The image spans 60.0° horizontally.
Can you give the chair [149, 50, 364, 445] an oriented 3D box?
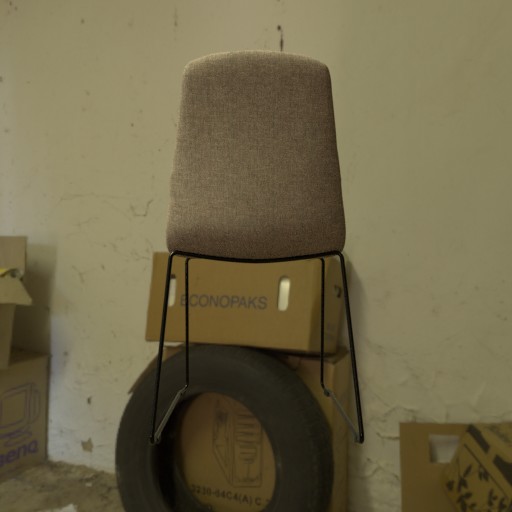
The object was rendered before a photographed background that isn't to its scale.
[{"bbox_3d":[0.000,0.000,1.174,0.479,0.858,0.518,0,-1,-1],"label":"chair"}]
